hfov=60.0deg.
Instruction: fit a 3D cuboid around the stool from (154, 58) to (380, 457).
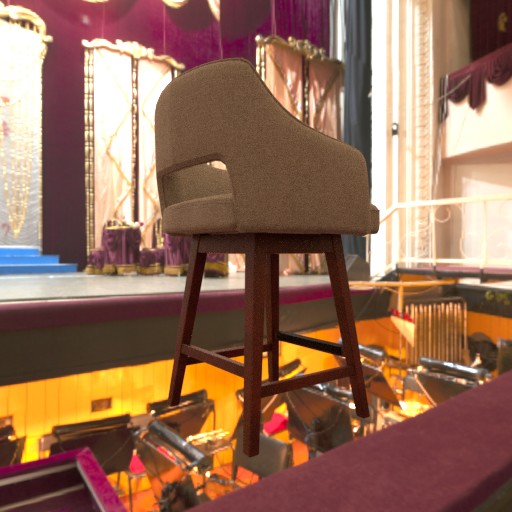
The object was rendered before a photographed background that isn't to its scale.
[{"bbox_3d":[0.000,0.000,1.328,0.558,0.944,0.599,-1,1,-36],"label":"stool"}]
